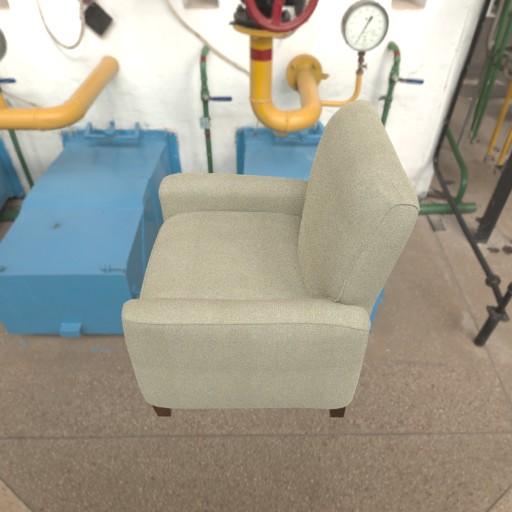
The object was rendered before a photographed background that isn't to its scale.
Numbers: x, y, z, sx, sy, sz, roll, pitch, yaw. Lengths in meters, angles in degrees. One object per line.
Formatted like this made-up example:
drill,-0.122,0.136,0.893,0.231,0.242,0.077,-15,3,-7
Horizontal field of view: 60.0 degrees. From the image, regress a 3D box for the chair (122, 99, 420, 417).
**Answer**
chair,0.000,0.000,1.654,0.853,1.006,0.850,0,42,0
